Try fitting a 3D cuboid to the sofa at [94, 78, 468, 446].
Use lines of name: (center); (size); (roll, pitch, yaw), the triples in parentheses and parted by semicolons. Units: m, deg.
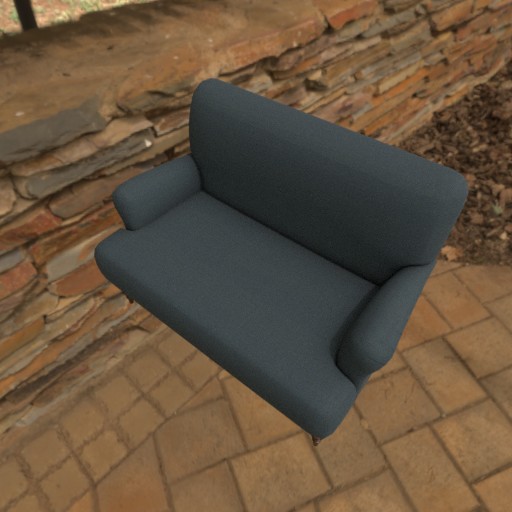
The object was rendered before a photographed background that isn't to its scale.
sofa: (0.000, 0.000, 1.778); (1.297, 0.889, 0.779); (31, 53, 26)
